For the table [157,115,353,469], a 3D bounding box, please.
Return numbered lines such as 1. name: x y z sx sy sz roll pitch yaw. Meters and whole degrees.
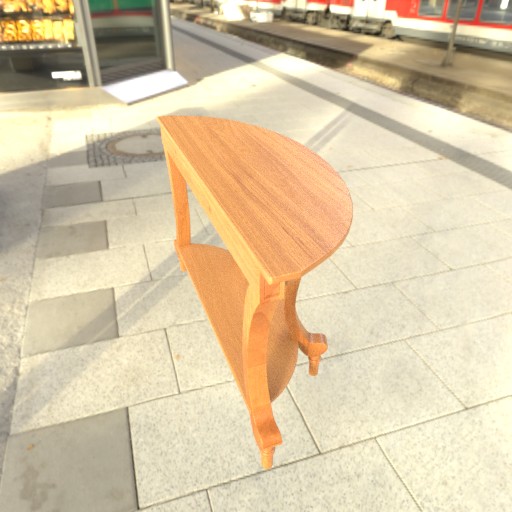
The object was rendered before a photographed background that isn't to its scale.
1. table: 0.000 0.000 1.526 0.394 0.692 1.198 -11 34 -17
